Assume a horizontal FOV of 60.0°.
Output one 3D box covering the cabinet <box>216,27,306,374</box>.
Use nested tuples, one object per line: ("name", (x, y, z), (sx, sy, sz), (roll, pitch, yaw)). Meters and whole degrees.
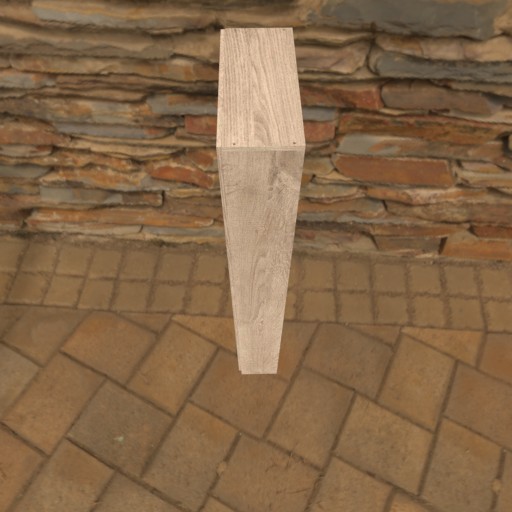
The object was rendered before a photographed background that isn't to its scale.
("cabinet", (0.000, 0.000, 1.963), (0.230, 1.790, 0.500), (-1, 58, -1))
